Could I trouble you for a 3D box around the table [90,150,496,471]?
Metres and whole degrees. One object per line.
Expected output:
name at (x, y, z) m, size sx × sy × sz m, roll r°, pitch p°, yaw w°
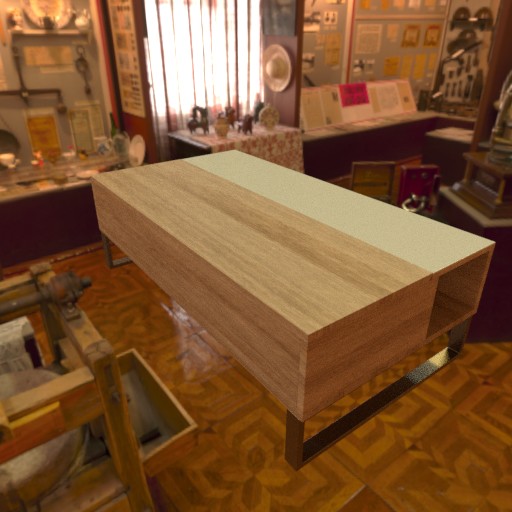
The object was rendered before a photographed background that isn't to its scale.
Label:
table at (0.000, 0.000, 1.364) m, size 0.600 × 0.350 × 1.100 m, roll -19°, pitch 33°, yaw -32°
